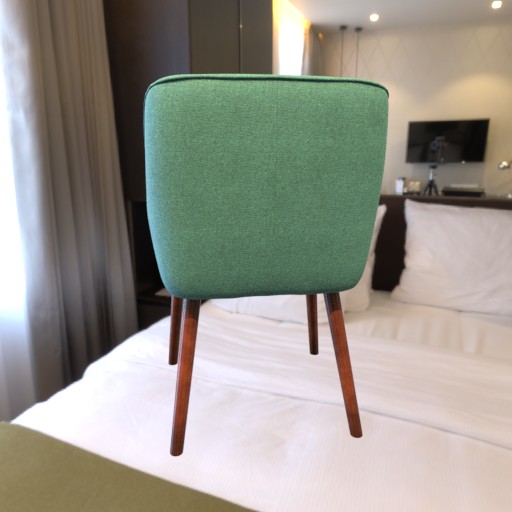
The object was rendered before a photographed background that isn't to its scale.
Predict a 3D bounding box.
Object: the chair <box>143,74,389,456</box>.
[{"bbox_3d":[0.000,0.000,1.139,0.543,0.803,0.519,-2,14,-8],"label":"chair"}]
